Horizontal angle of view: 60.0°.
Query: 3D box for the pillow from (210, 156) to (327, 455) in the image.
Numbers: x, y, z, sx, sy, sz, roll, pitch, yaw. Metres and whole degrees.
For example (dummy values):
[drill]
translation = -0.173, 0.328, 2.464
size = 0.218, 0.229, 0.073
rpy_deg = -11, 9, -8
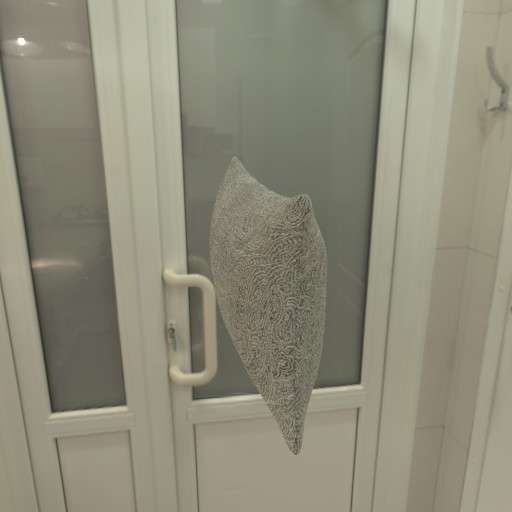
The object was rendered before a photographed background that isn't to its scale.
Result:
[pillow]
translation = 0.000, 0.000, 0.749
size = 0.151, 0.295, 0.615
rpy_deg = -3, 16, -9
